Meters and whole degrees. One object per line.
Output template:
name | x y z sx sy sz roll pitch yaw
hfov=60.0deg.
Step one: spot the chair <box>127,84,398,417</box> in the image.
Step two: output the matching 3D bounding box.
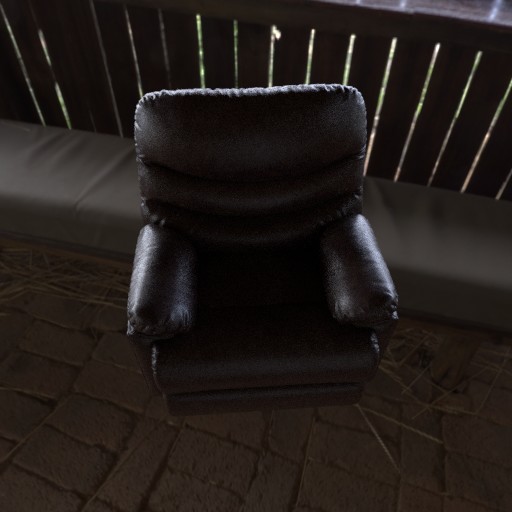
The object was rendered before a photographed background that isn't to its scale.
chair | 0.000 0.000 1.685 0.940 1.041 0.879 -3 47 -3
